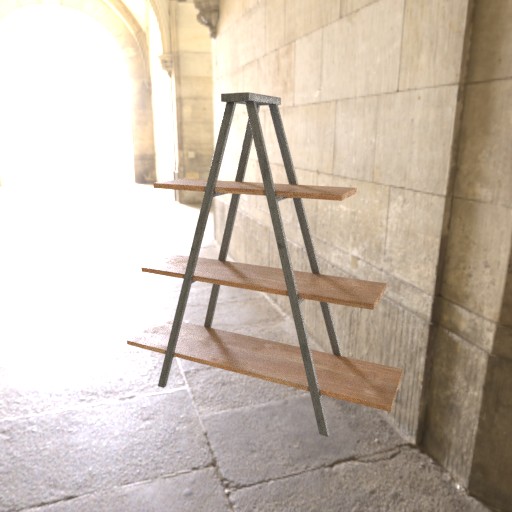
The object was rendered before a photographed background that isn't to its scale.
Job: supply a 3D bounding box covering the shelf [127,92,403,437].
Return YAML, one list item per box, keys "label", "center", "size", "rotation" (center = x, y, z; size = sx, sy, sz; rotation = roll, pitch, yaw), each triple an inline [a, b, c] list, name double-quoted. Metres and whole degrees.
- label: "shelf"
  center: [0.000, 0.000, 2.650]
  size: [1.746, 1.808, 0.508]
  rotation: [7, 17, 25]
